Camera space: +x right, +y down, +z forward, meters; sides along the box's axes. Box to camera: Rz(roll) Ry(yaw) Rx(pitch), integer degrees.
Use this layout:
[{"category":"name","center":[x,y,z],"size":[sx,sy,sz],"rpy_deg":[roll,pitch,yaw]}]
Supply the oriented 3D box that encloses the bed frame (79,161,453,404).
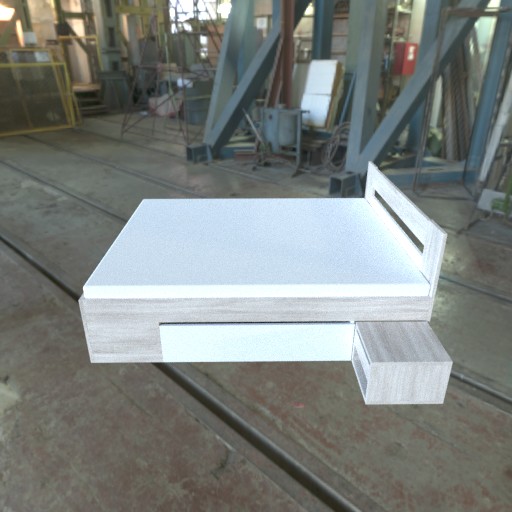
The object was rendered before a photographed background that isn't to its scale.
[{"category":"bed frame","center":[0.000,0.000,3.141],"size":[2.050,0.860,2.040],"rpy_deg":[0,25,-1]}]
